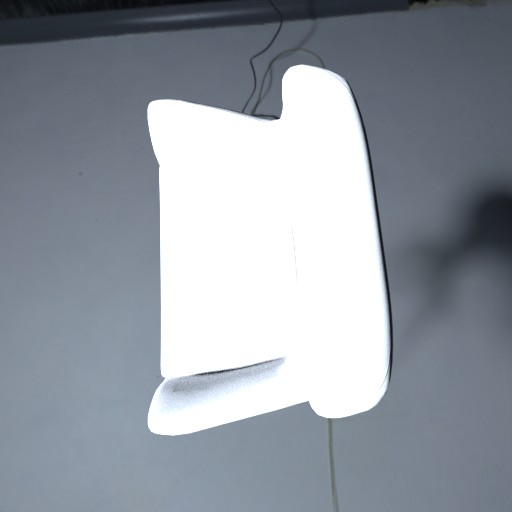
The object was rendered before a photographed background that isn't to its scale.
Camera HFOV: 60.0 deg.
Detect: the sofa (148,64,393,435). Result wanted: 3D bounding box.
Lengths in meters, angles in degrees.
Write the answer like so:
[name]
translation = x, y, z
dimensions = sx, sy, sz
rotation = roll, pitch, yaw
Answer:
[sofa]
translation = 0.000, 0.000, 1.987
dimensions = 0.921, 0.878, 1.424
rotation = -3, 76, -1
